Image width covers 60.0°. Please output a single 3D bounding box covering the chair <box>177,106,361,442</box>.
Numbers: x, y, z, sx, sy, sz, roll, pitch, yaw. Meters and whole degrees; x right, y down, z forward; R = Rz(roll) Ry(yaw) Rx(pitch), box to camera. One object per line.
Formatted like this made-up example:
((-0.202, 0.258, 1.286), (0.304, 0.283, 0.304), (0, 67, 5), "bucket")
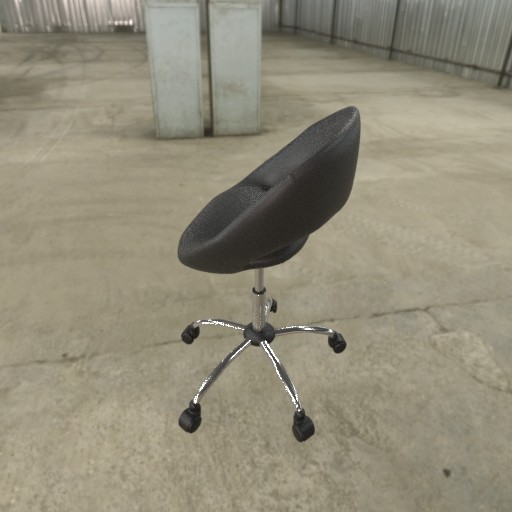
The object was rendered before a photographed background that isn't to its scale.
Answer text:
((0.000, 0.000, 1.199), (0.538, 0.791, 0.612), (8, 31, 13), "chair")
